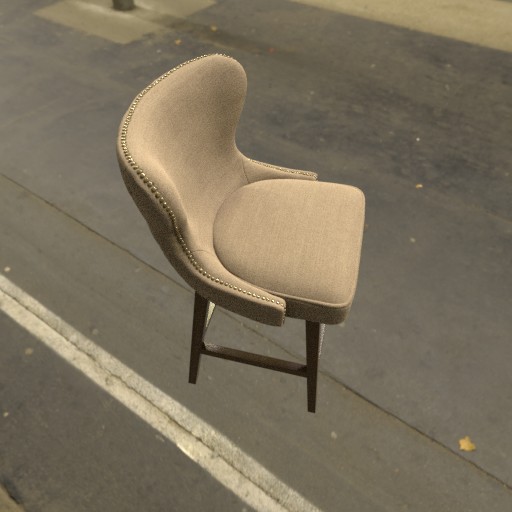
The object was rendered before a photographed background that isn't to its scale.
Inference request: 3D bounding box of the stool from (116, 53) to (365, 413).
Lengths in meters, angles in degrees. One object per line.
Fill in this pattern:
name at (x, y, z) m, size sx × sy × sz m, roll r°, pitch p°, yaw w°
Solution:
stool at (0.000, 0.000, 1.346) m, size 0.597 × 0.972 × 0.615 m, roll 10°, pitch 48°, yaw 9°
